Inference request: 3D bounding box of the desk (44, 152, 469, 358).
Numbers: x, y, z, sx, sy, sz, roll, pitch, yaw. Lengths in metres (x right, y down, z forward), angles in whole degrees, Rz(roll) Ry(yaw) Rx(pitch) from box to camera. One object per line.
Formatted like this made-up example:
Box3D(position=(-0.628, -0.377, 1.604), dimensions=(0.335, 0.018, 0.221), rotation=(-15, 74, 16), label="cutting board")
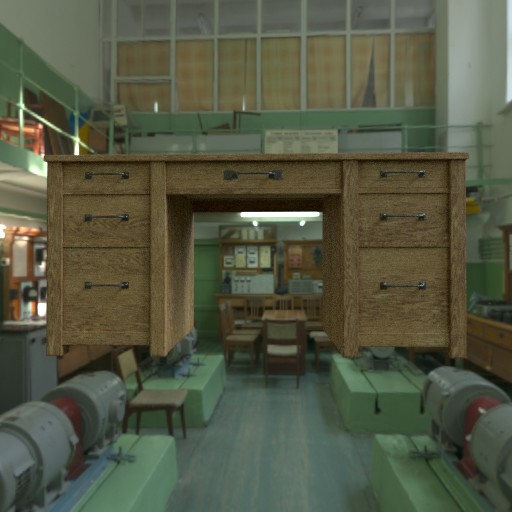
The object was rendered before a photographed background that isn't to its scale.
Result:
Box3D(position=(0.000, 0.000, 1.959), dimensions=(1.567, 0.751, 0.685), rotation=(0, 0, 2), label="desk")
